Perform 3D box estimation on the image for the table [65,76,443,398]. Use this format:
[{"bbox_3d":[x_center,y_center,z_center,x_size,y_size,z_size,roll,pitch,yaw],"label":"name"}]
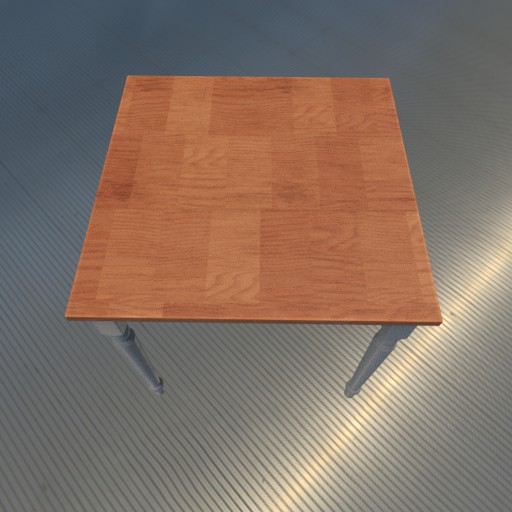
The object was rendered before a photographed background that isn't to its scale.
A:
[{"bbox_3d":[0.000,0.000,1.383,0.747,0.738,0.747,1,58,0],"label":"table"}]
